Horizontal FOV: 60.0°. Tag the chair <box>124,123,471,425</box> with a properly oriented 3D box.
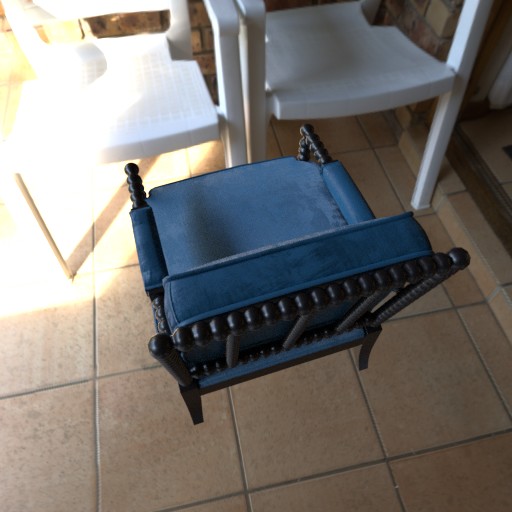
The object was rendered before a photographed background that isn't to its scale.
[{"bbox_3d":[0.000,0.000,1.356,0.688,0.857,0.805,-15,58,-10],"label":"chair"}]
